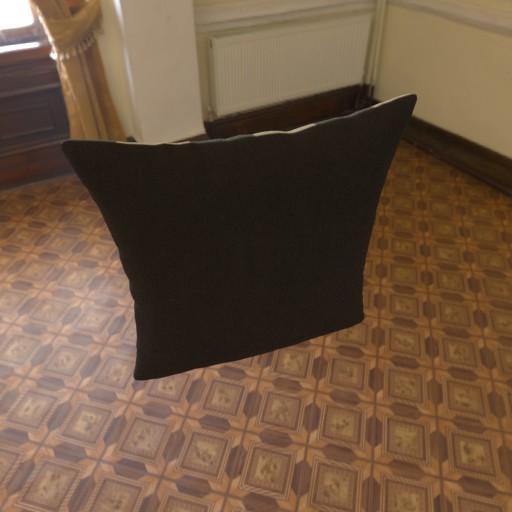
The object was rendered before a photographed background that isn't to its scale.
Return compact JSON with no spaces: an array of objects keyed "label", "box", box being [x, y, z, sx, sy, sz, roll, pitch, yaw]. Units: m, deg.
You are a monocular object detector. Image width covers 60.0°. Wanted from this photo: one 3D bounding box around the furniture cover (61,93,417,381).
[{"label":"furniture cover","box":[0.000,0.000,0.772,0.511,0.509,0.161,-12,42,-14]}]
